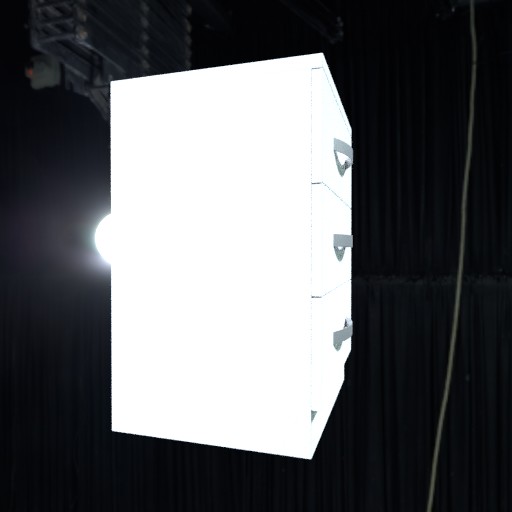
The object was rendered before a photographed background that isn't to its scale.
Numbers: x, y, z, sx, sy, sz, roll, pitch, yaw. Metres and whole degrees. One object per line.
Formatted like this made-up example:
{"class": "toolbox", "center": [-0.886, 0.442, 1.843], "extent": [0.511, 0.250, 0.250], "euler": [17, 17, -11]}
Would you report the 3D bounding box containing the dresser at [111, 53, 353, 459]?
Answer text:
{"class": "dresser", "center": [0.000, 0.000, 0.846], "extent": [0.360, 0.560, 0.400], "euler": [0, 1, 18]}
